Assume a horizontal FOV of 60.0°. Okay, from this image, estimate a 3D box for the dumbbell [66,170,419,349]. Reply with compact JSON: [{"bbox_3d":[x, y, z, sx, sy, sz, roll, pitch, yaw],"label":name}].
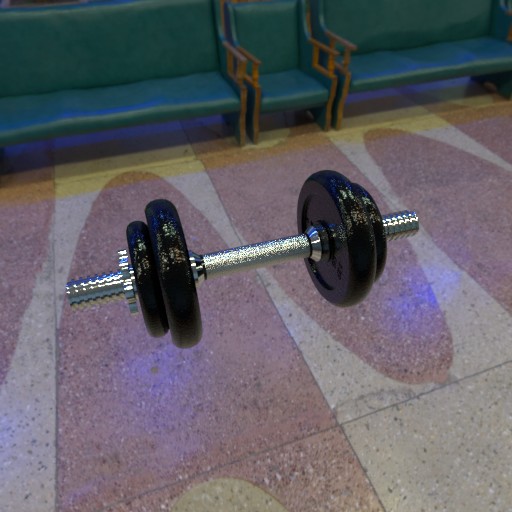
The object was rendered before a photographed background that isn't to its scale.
[{"bbox_3d":[0.000,0.000,0.620,0.497,0.202,0.202,-12,44,-13],"label":"dumbbell"}]
